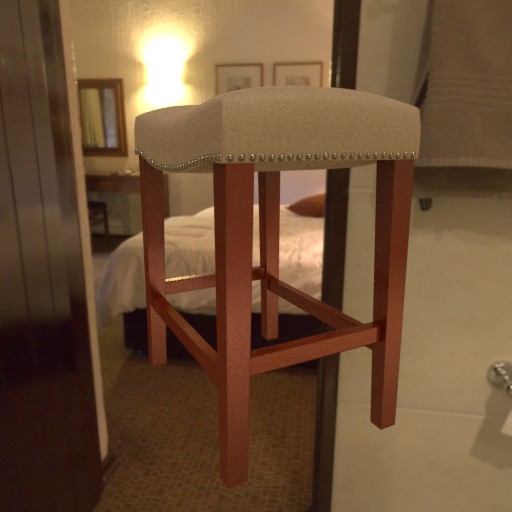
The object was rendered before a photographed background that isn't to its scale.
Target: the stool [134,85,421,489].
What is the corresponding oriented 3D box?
[{"bbox_3d":[0.000,0.000,0.939,0.375,0.632,0.509,-7,16,-27],"label":"stool"}]
